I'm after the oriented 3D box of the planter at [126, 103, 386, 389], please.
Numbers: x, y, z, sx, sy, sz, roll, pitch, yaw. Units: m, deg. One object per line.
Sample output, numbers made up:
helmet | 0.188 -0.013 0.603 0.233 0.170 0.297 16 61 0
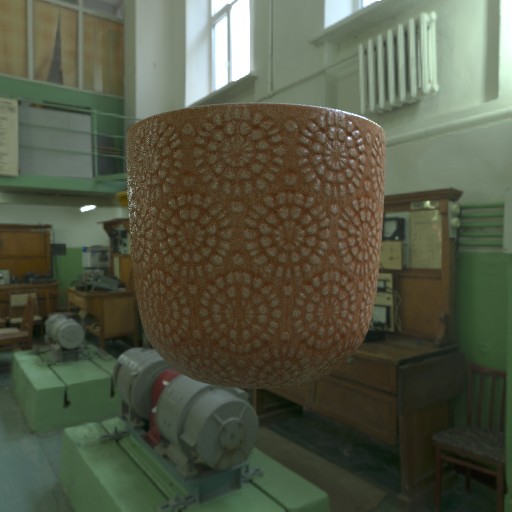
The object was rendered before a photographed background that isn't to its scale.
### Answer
planter | 0.000 0.000 0.372 0.208 0.190 0.208 0 1 0
